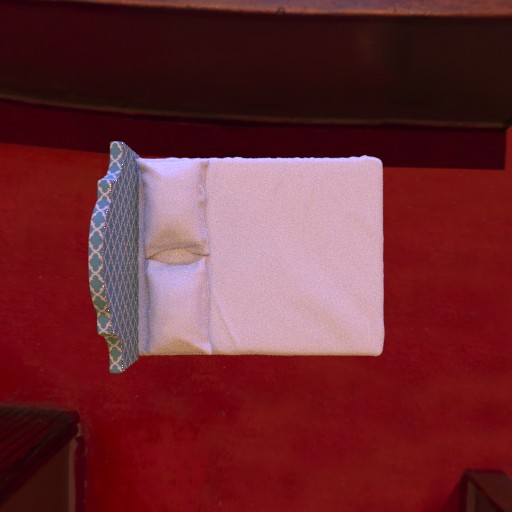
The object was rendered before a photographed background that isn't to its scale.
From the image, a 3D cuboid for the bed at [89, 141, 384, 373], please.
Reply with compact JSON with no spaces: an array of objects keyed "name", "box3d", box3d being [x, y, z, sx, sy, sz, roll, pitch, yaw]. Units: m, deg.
[{"name":"bed","box3d":[0.000,0.000,3.418,2.222,1.633,1.780,0,90,1]}]
